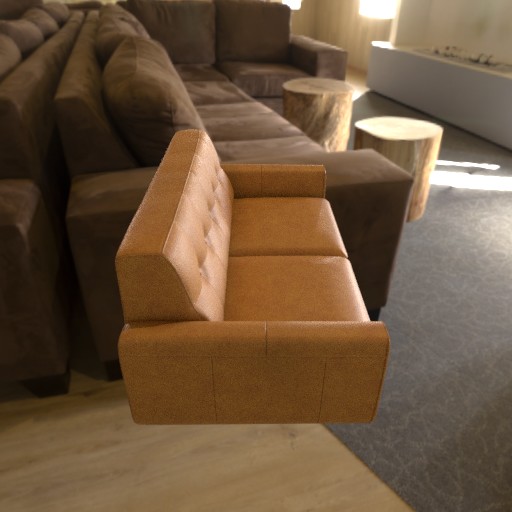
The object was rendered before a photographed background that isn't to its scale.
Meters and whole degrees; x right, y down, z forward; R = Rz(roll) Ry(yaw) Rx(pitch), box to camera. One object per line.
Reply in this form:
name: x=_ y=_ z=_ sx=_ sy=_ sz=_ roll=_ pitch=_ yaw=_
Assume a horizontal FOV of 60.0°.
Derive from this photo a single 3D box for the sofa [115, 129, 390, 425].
sofa: x=0.000 y=0.000 z=2.253 sx=0.952 sy=0.925 sz=1.651 roll=0 pitch=32 yaw=0
